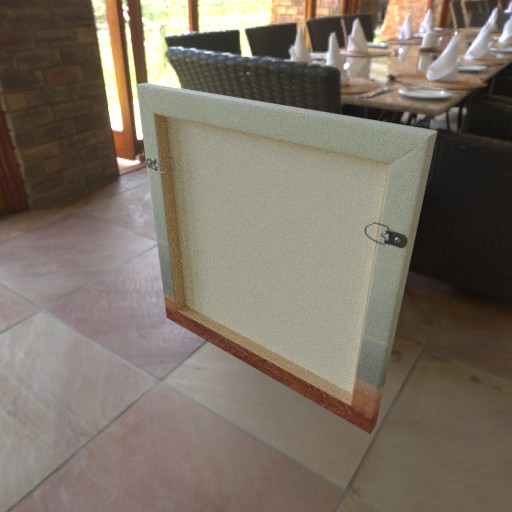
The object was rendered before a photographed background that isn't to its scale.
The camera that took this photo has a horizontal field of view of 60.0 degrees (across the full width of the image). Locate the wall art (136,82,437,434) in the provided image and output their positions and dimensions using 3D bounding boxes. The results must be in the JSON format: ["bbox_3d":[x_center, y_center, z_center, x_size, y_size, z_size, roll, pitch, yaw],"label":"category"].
[{"bbox_3d":[0.000,0.000,0.608,0.405,0.405,0.023,22,37,32],"label":"wall art"}]
